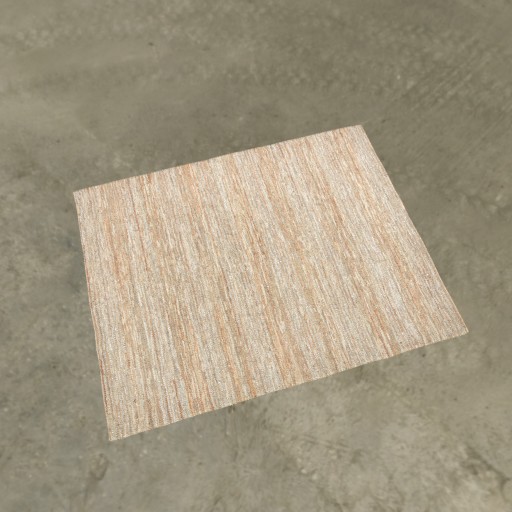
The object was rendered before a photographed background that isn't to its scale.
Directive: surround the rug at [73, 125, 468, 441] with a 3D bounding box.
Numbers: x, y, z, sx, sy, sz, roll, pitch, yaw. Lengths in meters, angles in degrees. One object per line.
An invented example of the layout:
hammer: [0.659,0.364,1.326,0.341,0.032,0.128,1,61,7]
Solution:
rug: [0.000,0.000,3.898,2.939,0.009,2.313,-15,65,-7]
